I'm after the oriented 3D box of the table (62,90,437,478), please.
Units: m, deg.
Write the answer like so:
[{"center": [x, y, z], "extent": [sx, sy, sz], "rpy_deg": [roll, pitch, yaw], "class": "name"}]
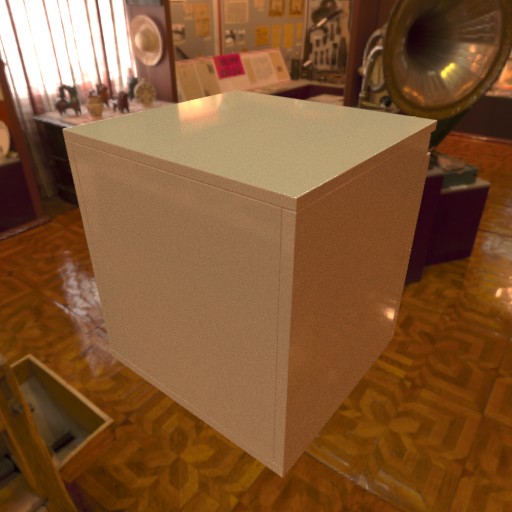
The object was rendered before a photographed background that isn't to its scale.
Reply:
[{"center": [0.000, 0.000, 0.802], "extent": [0.420, 0.470, 0.400], "rpy_deg": [22, 37, 32], "class": "table"}]
